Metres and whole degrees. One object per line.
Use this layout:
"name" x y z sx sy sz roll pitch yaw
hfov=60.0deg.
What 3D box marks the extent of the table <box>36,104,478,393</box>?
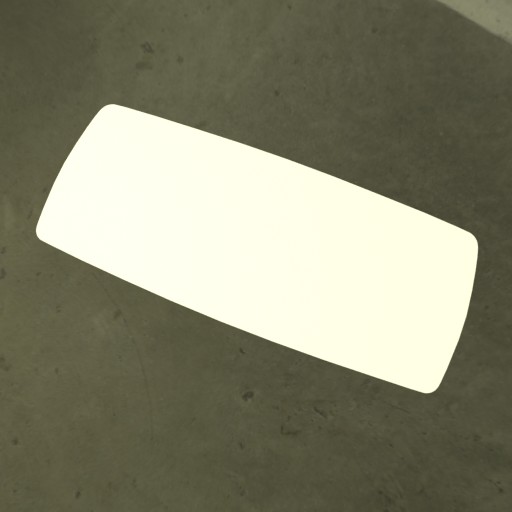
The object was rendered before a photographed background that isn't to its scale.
"table" 0.000 0.000 1.597 1.334 0.474 0.561 21 76 5
